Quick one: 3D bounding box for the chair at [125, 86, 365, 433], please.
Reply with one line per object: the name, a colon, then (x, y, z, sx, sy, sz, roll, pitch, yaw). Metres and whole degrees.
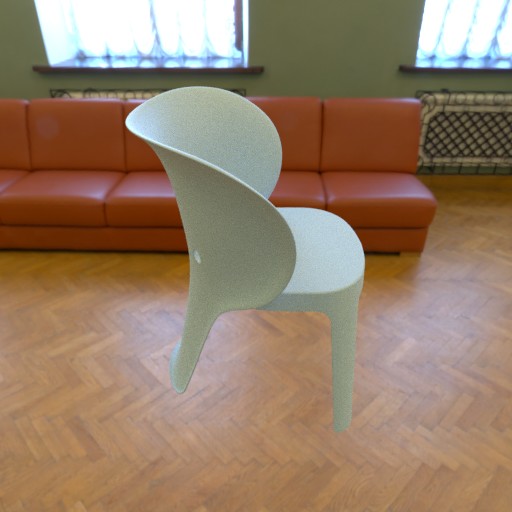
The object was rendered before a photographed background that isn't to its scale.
chair: (0.000, 0.000, 0.853, 0.402, 0.554, 0.451, 0, 31, 0)
